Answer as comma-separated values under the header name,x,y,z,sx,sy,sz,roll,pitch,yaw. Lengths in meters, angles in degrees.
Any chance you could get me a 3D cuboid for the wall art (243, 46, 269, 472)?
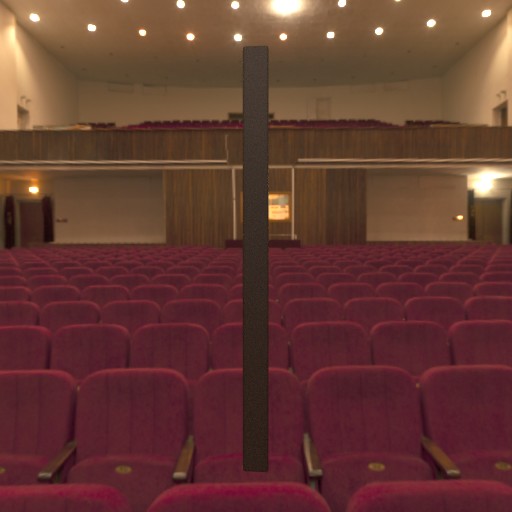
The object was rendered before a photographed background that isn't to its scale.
name,x,y,z,sx,sy,sz,roll,pitch,yaw
wall art,0.000,0.000,0.751,0.031,0.457,0.558,0,1,0
